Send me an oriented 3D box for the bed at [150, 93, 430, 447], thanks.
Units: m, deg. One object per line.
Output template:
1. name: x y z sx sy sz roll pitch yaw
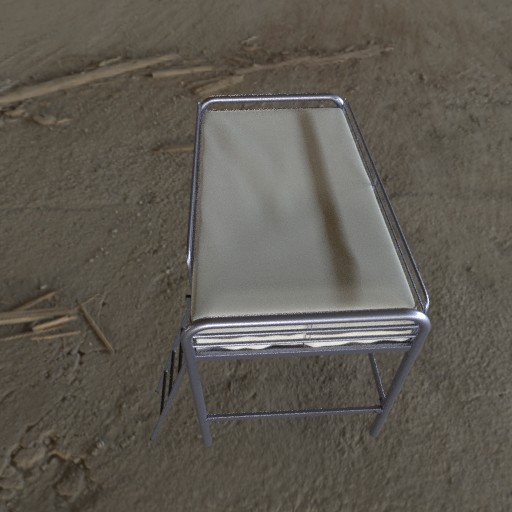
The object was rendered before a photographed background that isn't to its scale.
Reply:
1. bed: 0.000 0.000 2.936 1.415 1.288 1.965 -2 46 -2
